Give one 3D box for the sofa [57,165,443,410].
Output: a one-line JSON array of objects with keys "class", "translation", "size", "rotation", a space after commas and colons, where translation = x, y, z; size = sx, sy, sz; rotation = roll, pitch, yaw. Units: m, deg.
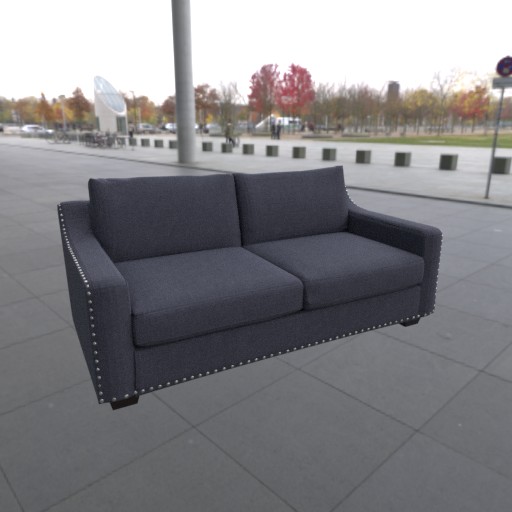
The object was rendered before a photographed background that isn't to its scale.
[{"class": "sofa", "translation": [0.000, 0.000, 3.317], "size": [2.550, 1.196, 1.336], "rotation": [-9, 19, -27]}]
